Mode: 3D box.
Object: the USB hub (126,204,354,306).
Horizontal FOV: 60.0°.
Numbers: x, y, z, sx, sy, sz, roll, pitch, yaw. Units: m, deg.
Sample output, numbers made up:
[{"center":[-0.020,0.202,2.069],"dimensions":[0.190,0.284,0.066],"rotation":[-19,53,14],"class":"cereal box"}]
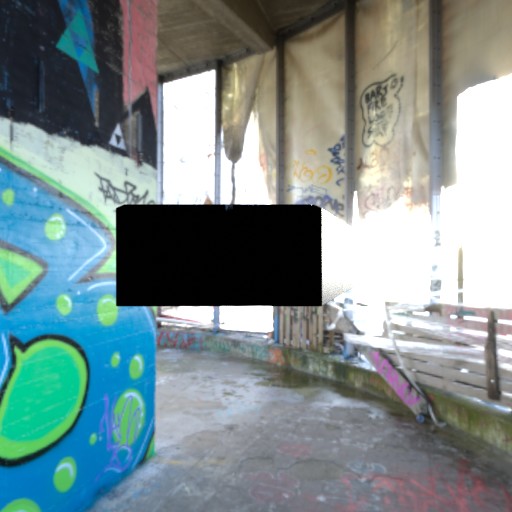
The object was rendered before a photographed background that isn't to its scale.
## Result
[{"center":[0.000,0.000,0.125],"dimensions":[0.044,0.023,0.110],"rotation":[0,0,18],"class":"USB hub"}]
